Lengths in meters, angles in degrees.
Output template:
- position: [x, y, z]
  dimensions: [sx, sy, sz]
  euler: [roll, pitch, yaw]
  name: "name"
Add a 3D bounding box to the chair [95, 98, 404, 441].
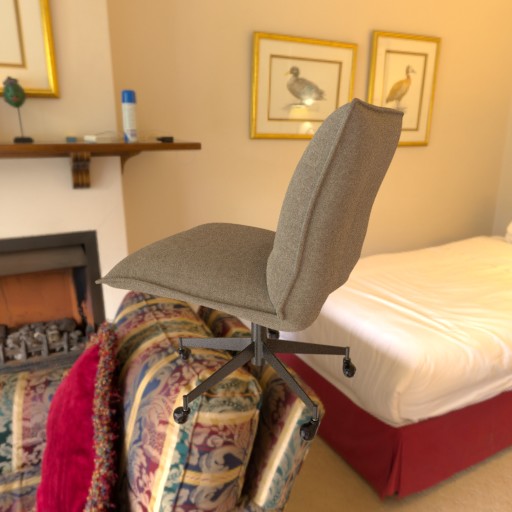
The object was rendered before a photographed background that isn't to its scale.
- position: [0.000, 0.000, 1.272]
  dimensions: [0.696, 0.811, 0.597]
  euler: [8, 18, 25]
  name: "chair"
